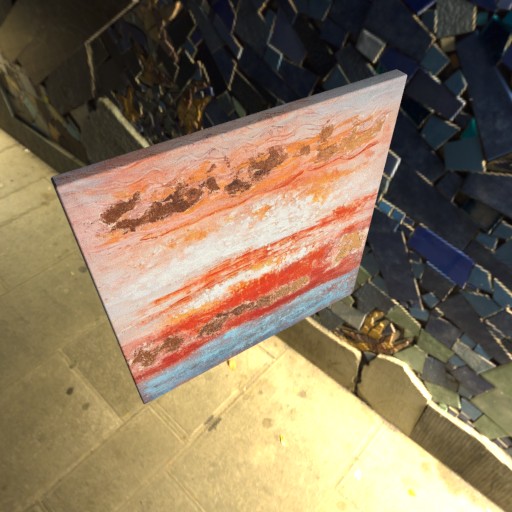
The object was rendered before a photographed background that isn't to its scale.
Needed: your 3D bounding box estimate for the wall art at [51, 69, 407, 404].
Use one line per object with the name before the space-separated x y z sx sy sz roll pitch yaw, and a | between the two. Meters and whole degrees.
wall art | 0.000 0.000 1.096 0.747 0.747 0.035 -24 51 -21
